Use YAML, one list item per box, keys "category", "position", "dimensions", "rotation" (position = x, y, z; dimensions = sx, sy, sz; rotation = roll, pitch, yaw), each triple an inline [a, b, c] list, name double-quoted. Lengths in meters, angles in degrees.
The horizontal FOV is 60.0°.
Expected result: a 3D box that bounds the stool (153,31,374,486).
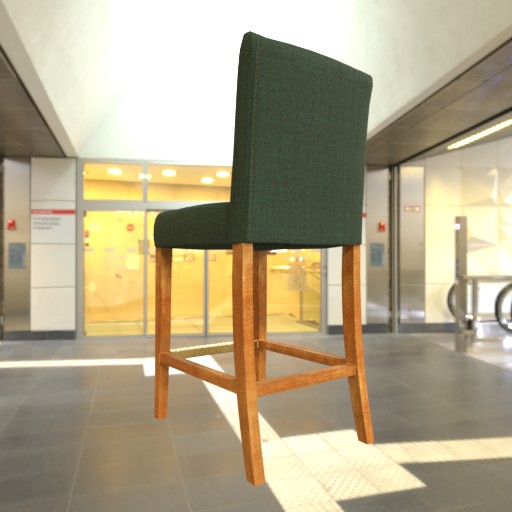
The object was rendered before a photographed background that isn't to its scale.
- category: "stool"
  position: [0.000, 0.000, 1.337]
  dimensions: [0.454, 1.039, 0.567]
  rotation: [0, 0, -36]
